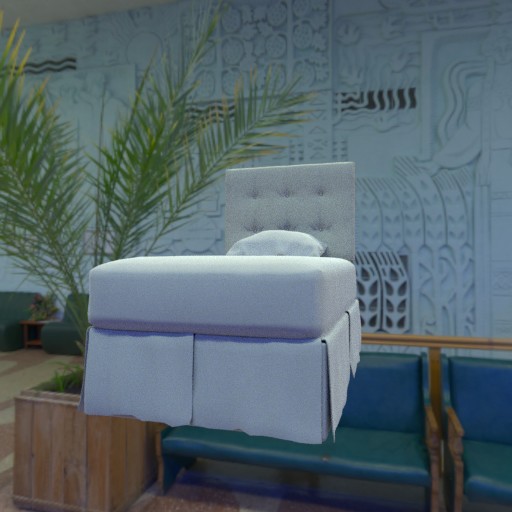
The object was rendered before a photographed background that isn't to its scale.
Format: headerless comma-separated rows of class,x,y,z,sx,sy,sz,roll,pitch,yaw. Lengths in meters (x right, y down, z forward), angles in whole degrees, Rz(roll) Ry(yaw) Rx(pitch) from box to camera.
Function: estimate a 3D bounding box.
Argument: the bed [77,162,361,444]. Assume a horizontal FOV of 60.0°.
bed,0.000,0.000,2.922,1.261,1.571,1.997,0,0,17
